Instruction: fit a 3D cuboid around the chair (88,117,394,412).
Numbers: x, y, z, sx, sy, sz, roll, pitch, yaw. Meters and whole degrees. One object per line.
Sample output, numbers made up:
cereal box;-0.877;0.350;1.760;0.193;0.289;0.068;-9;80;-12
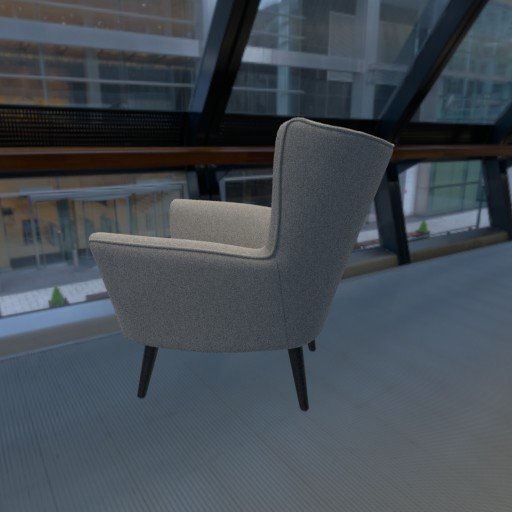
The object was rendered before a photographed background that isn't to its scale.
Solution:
chair;0.000;0.000;1.598;0.888;0.933;0.781;3;16;10
